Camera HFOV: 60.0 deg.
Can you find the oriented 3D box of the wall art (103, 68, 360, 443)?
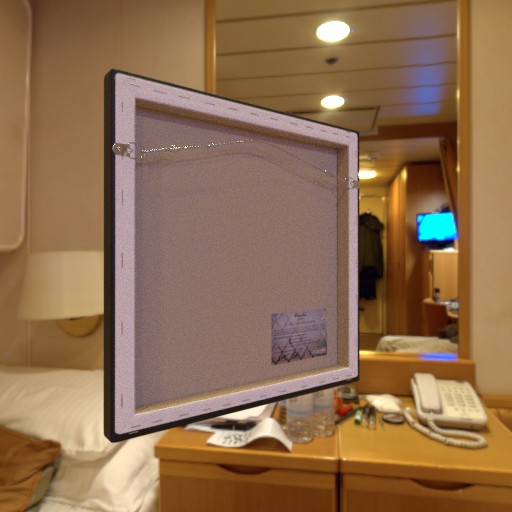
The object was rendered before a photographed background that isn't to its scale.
[{"bbox_3d":[0.000,0.000,0.912,0.610,0.611,0.043,0,0,-37],"label":"wall art"}]
